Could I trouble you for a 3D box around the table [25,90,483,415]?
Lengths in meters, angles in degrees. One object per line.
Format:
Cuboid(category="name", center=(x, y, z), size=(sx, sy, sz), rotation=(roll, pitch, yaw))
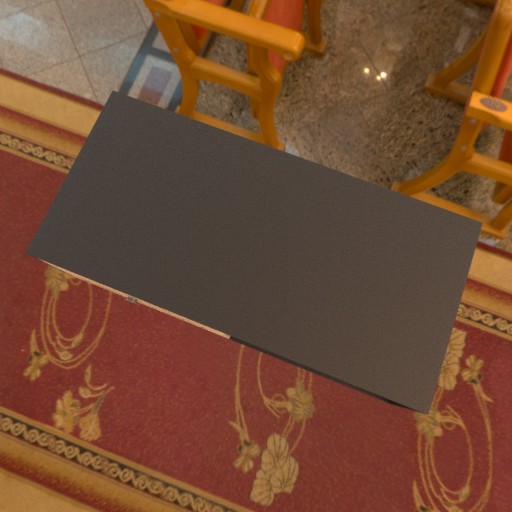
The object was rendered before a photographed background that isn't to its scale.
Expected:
Cuboid(category="table", center=(0.000, 0.000, 1.371), size=(1.100, 0.400, 0.550), rotation=(21, 77, 5))
